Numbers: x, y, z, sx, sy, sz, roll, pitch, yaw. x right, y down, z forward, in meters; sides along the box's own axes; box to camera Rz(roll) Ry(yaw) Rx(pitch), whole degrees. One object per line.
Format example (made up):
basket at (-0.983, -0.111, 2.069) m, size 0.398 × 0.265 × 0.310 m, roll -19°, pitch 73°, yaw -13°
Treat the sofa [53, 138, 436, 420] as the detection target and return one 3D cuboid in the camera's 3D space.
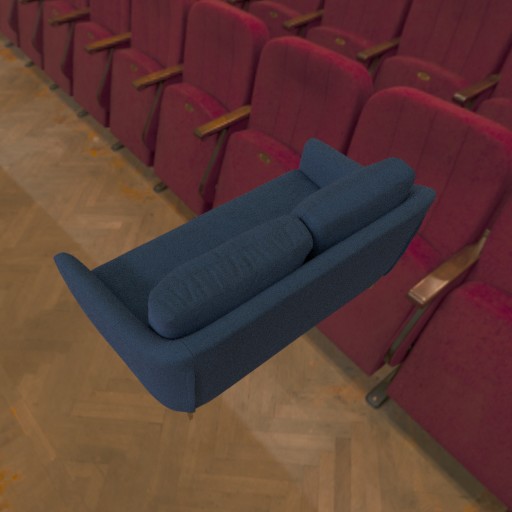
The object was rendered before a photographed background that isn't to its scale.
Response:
sofa at (0.000, 0.000, 2.196) m, size 1.619 × 0.902 × 0.960 m, roll -30°, pitch 54°, yaw -25°
